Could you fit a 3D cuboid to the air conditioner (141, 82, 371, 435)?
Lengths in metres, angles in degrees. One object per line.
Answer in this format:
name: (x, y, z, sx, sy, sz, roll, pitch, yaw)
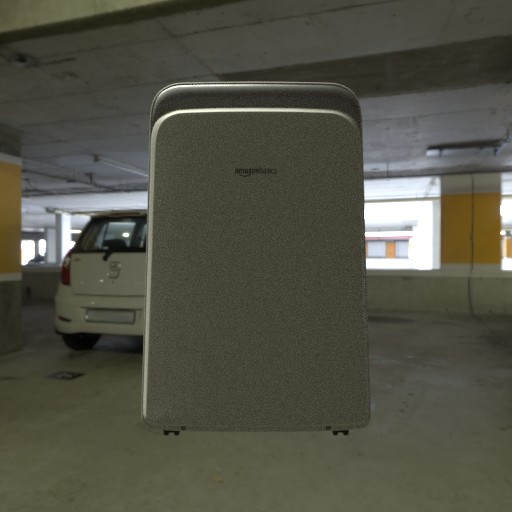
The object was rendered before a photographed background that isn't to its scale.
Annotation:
air conditioner: (0.000, 0.000, 0.978, 0.454, 0.700, 0.365, 0, 0, 0)
